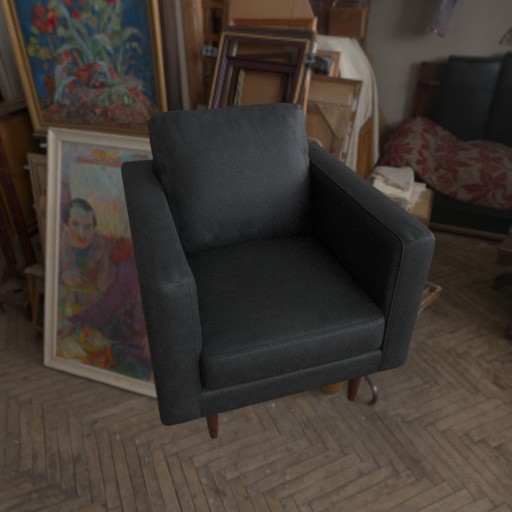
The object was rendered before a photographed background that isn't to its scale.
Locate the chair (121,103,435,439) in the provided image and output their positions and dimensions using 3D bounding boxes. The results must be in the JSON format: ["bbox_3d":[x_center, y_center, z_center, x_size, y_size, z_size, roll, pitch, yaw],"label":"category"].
[{"bbox_3d":[0.000,0.000,1.576,0.831,0.898,0.879,-10,33,-15],"label":"chair"}]
